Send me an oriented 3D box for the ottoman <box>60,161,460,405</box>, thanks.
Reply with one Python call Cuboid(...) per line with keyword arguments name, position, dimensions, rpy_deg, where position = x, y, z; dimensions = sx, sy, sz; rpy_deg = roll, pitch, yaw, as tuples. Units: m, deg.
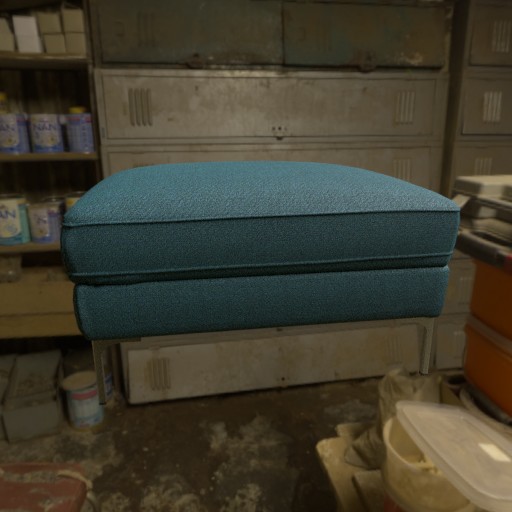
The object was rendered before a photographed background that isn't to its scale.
Cuboid(name="ottoman", position=(0.000, 0.000, 1.193), dimensions=(0.856, 0.498, 0.563), rpy_deg=(-3, 17, -9))
